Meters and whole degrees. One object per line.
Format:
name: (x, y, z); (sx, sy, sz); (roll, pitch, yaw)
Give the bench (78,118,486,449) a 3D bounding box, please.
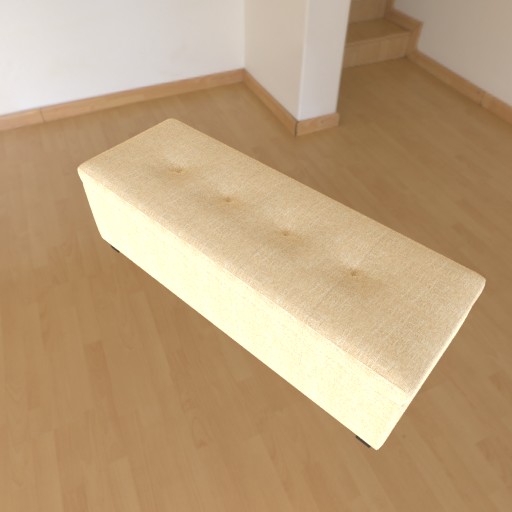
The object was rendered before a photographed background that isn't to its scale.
bench: (0.000, 0.000, 1.425); (1.219, 0.406, 0.432); (33, 55, 27)
